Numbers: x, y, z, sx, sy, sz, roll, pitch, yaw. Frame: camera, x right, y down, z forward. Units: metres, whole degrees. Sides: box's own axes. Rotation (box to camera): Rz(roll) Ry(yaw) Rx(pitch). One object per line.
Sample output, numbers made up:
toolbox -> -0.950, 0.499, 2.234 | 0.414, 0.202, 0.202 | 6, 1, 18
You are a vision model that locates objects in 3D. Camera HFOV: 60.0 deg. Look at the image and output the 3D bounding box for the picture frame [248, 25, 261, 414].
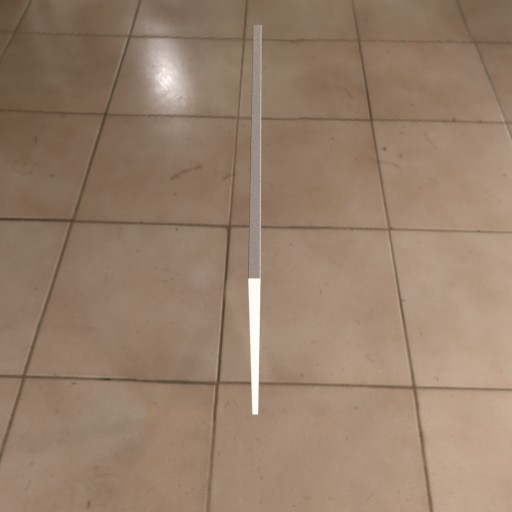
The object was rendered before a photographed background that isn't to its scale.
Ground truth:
picture frame -> 0.000, 0.000, 0.864 | 0.013, 0.657, 0.457 | 0, 59, 0
